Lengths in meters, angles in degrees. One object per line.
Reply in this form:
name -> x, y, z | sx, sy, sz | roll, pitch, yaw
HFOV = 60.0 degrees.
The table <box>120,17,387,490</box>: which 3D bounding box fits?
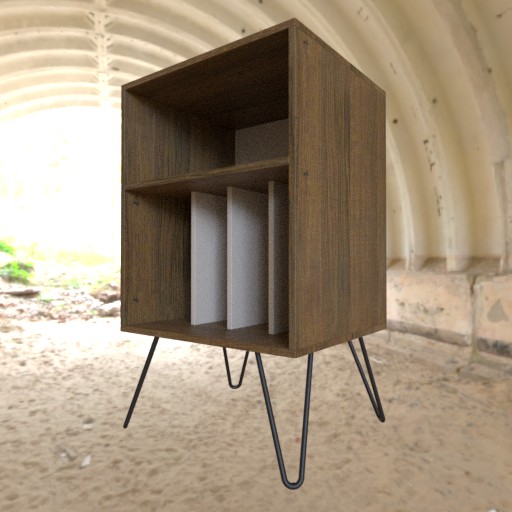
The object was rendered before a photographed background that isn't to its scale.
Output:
table -> 0.000, 0.000, 1.141 | 0.526, 0.866, 0.457 | -1, -1, 37
